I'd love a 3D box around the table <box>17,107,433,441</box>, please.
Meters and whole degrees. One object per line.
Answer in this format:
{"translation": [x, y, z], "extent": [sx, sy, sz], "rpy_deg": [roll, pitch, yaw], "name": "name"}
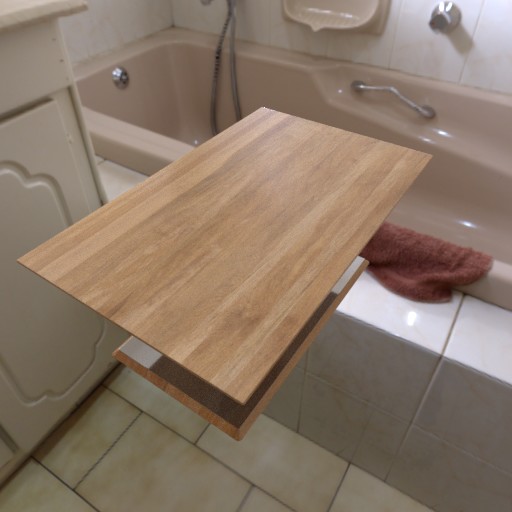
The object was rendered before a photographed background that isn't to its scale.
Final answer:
{"translation": [0.000, 0.000, 1.440], "extent": [0.692, 0.441, 1.100], "rpy_deg": [24, 47, 25], "name": "table"}
